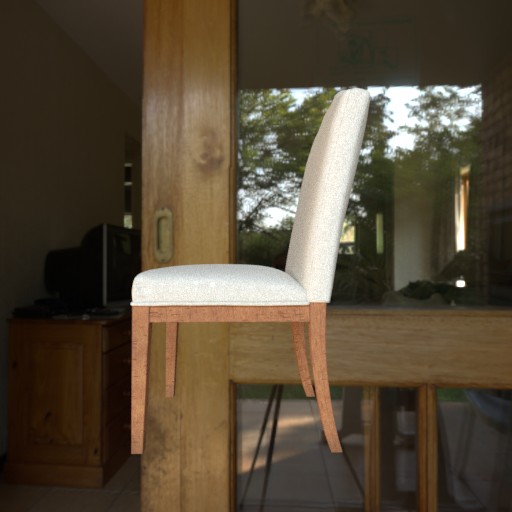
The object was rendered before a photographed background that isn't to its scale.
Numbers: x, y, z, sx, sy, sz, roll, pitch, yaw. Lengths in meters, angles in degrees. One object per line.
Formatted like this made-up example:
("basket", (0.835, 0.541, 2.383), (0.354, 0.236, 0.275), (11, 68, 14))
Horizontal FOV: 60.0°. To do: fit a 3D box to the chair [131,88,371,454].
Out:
("chair", (0.000, 0.000, 1.389), (0.648, 1.012, 0.534), (0, -1, -1))
